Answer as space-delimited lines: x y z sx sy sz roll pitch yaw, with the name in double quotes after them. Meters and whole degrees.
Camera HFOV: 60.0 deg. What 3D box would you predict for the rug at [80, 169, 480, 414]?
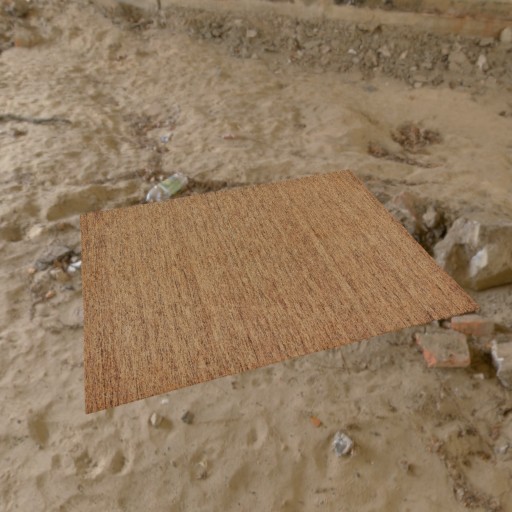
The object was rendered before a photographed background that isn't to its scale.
0.000 0.000 4.251 3.200 0.012 2.438 -12 42 -13 "rug"
